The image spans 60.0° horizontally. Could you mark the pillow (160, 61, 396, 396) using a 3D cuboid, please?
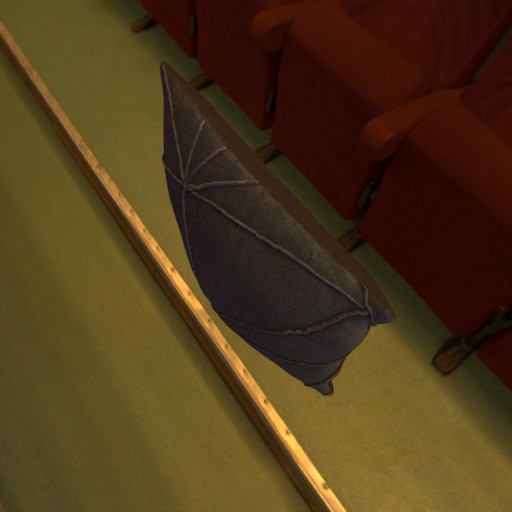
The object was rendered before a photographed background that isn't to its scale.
[{"bbox_3d":[0.000,0.000,0.685,0.183,0.440,0.439,-33,68,-16],"label":"pillow"}]
